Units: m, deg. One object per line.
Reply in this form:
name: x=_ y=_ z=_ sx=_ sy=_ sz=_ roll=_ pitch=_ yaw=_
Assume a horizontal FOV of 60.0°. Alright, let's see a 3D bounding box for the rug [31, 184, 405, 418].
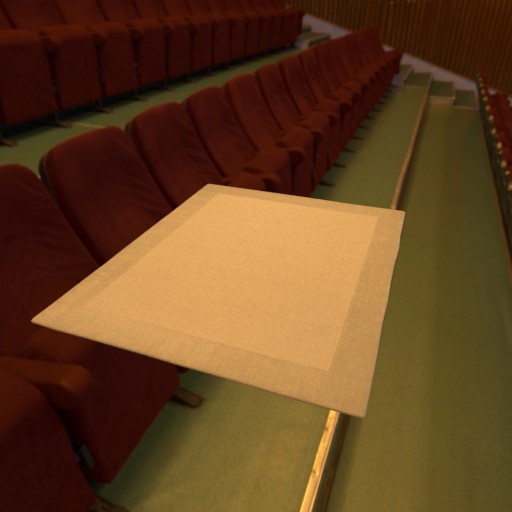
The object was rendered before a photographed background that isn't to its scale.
rug: x=0.000 y=0.000 z=4.064 sx=2.430 sy=0.018 sz=2.976 roll=11 pitch=32 yaw=18
